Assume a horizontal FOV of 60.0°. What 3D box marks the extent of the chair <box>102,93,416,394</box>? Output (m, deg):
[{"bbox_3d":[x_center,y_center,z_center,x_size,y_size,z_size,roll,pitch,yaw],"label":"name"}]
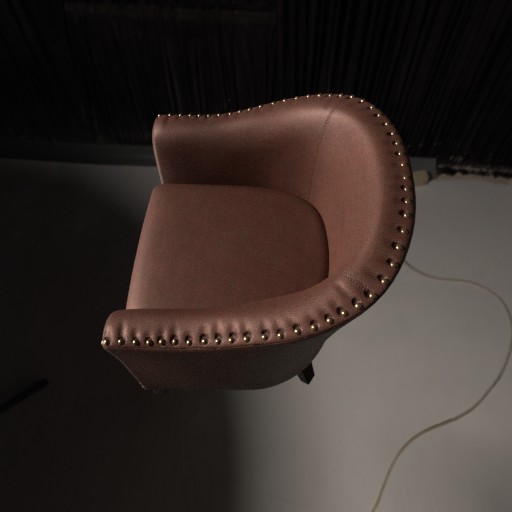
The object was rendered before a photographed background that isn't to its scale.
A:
[{"bbox_3d":[0.000,0.000,1.399,0.748,0.823,0.794,2,58,1],"label":"chair"}]
